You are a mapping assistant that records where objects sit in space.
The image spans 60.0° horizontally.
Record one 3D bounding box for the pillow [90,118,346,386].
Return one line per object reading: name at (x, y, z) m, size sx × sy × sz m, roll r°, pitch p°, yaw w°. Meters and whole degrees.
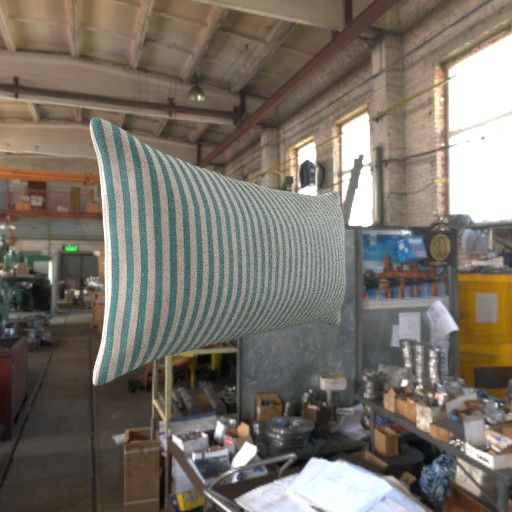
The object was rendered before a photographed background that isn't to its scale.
pillow at (0.000, 0.000, 0.730) m, size 0.151 × 0.295 × 0.617 m, roll -1°, pitch -1°, yaw 36°
